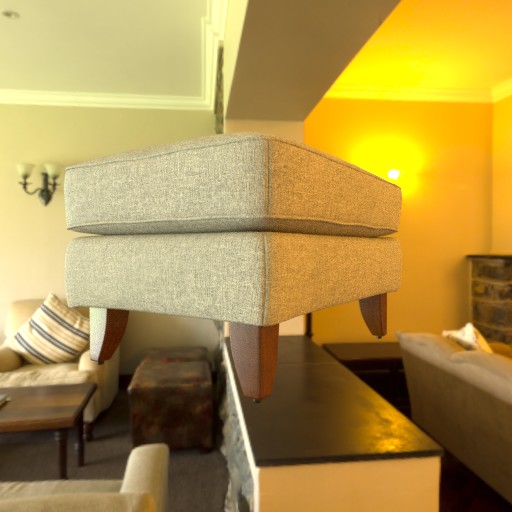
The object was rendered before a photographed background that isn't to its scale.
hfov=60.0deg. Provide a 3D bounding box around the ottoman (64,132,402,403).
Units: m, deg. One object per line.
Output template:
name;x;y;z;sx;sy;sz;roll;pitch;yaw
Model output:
ottoman;0.000;0.000;1.318;0.661;0.561;0.889;1;1;34
